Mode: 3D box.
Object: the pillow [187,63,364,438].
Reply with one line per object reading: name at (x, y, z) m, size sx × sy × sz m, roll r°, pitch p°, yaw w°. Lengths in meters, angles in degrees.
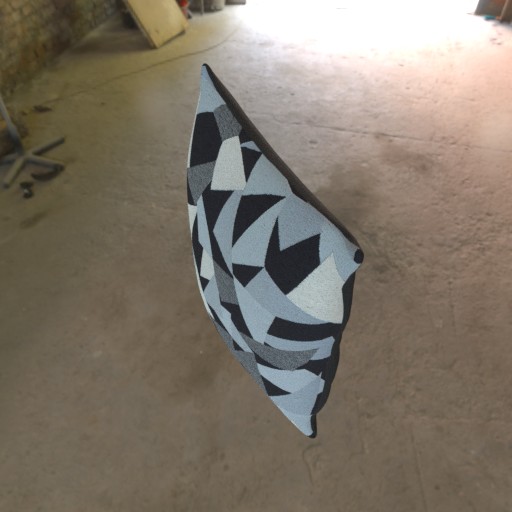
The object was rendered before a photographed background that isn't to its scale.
pillow at (0.000, 0.000, 0.785) m, size 0.208 × 0.496 × 0.503 m, roll -18°, pitch 49°, yaw -16°
